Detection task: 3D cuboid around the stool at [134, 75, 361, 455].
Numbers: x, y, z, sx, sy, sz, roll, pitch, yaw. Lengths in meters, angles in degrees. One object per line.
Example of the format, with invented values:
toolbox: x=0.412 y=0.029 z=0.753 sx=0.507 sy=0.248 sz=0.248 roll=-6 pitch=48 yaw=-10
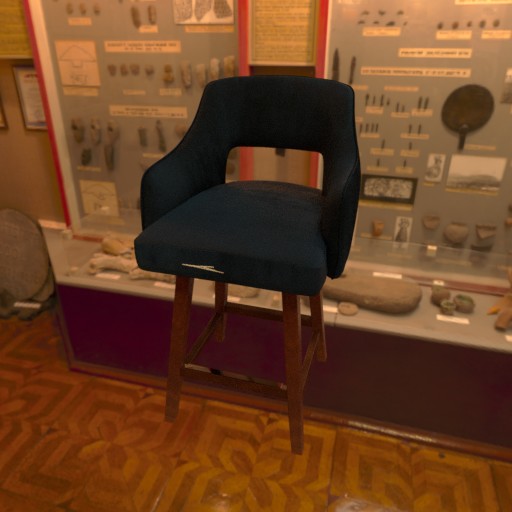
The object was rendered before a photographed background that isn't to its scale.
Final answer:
stool: x=0.000 y=0.000 z=1.293 sx=0.550 sy=0.940 sz=0.560 roll=8 pitch=28 yaw=15
